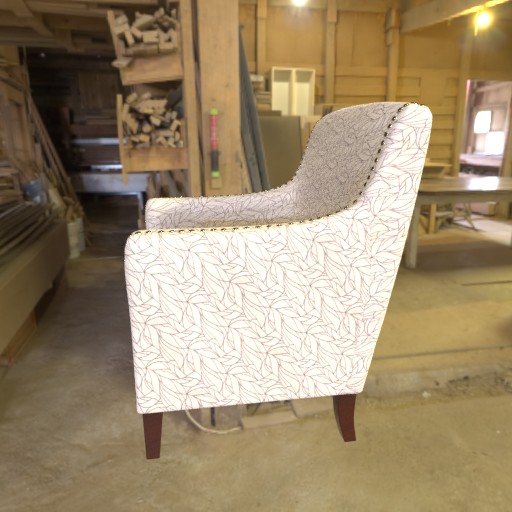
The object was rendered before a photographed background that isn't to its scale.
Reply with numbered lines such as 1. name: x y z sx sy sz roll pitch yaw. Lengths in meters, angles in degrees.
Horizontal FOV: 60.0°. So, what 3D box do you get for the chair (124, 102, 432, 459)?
1. chair: 0.000 0.000 1.256 0.651 0.816 0.623 -2 15 -9
